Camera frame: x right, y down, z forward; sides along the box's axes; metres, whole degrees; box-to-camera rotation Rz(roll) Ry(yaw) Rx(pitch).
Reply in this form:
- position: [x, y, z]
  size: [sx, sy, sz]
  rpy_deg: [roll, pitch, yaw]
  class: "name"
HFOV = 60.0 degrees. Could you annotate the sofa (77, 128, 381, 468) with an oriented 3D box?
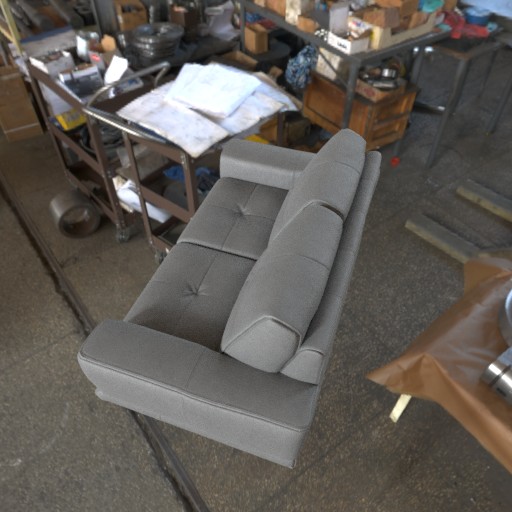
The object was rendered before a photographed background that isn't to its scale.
- position: [0.000, 0.000, 2.357]
  size: [1.018, 0.907, 1.806]
  rpy_deg: [15, 49, 13]
  class: "sofa"
